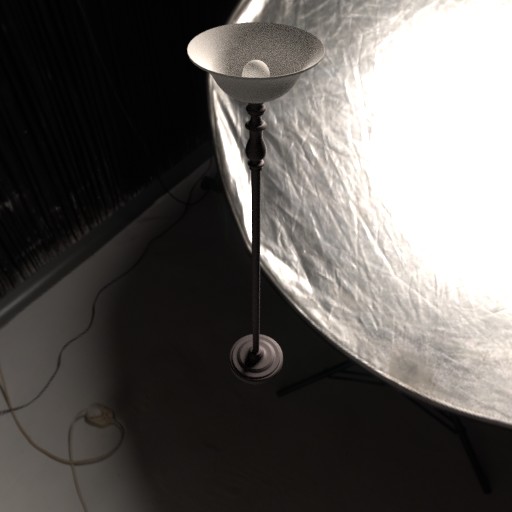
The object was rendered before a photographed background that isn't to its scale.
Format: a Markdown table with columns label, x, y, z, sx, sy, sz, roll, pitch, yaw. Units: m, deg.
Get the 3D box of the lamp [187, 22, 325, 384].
| label | x | y | z | sx | sy | sz | roll | pitch | yaw |
| --- | --- | --- | --- | --- | --- | --- | --- | --- | --- |
| lamp | 0.000 | 0.000 | 1.962 | 0.405 | 1.797 | 0.405 | 24 | 51 | 21 |
